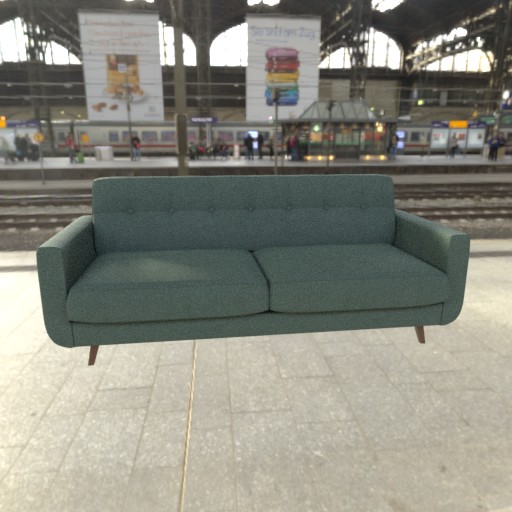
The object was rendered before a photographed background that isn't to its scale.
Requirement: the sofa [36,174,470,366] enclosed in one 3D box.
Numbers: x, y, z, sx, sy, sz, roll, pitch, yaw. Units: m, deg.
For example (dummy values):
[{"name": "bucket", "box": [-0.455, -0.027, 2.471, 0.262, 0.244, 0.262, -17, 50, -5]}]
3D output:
[{"name": "sofa", "box": [0.000, 0.000, 2.450, 2.029, 0.841, 0.909, -2, 15, -8]}]
